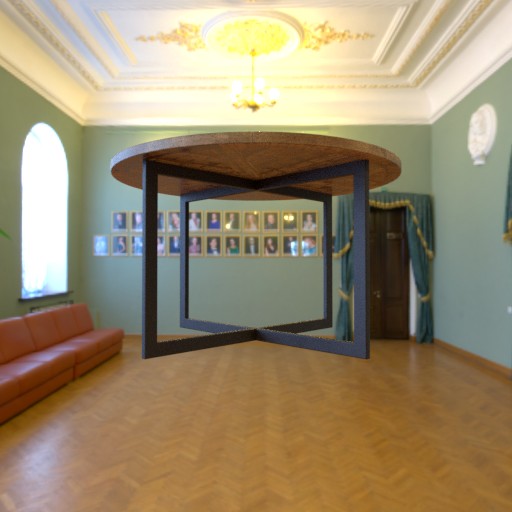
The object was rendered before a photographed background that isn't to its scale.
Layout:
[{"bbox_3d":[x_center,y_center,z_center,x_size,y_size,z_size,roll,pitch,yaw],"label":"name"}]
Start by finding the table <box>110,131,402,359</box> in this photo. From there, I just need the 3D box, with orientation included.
[{"bbox_3d":[0.000,0.000,2.019,1.264,0.762,1.264,0,-1,0],"label":"table"}]
